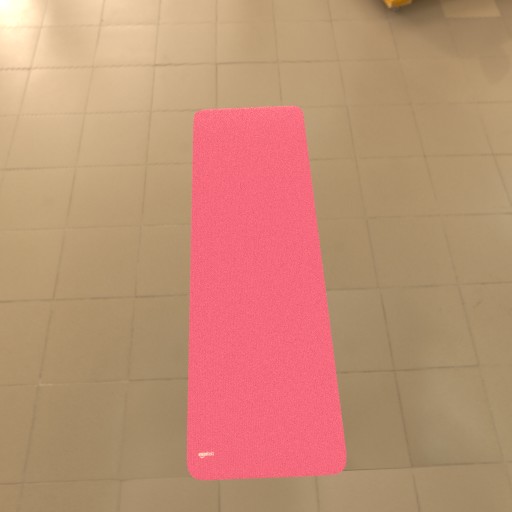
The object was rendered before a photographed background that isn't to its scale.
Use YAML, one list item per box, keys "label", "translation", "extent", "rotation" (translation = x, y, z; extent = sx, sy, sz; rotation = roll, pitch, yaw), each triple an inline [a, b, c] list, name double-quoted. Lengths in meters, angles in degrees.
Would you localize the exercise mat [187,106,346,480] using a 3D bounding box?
- label: "exercise mat"
  translation: [0.000, 0.000, 2.099]
  extent: [0.616, 0.021, 1.884]
  rotation: [-2, 64, -1]
